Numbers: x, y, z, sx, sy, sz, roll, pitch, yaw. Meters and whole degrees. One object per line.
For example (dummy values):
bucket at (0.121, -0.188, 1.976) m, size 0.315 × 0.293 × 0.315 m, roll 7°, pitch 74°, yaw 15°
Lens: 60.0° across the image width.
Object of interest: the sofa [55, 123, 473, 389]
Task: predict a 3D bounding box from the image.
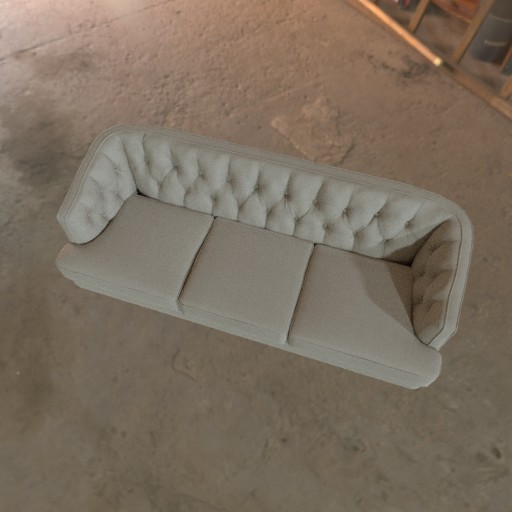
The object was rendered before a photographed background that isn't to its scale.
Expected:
sofa at (0.000, 0.000, 2.708) m, size 2.278 × 0.855 × 0.941 m, roll 15°, pitch 60°, yaw 9°
